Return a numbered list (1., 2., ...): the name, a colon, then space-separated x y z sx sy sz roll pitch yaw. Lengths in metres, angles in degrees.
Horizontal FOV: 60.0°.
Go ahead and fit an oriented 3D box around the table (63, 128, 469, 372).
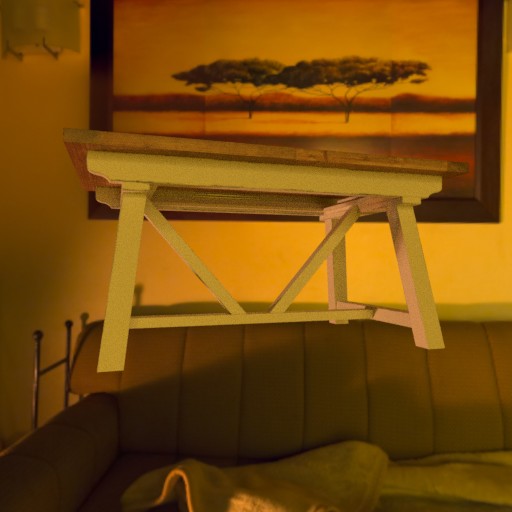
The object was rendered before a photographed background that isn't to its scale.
1. table: 0.000 0.000 1.987 1.503 0.743 0.922 0 -1 -18
